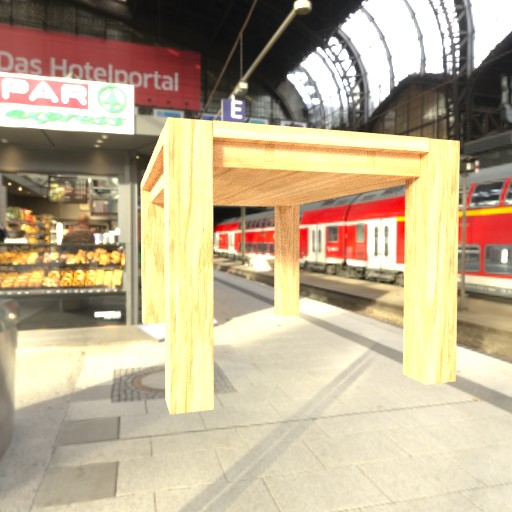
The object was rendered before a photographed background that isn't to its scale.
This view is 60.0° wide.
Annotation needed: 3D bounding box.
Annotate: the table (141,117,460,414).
[{"bbox_3d":[0.000,0.000,1.930,0.900,0.760,1.400,-1,2,-17],"label":"table"}]
